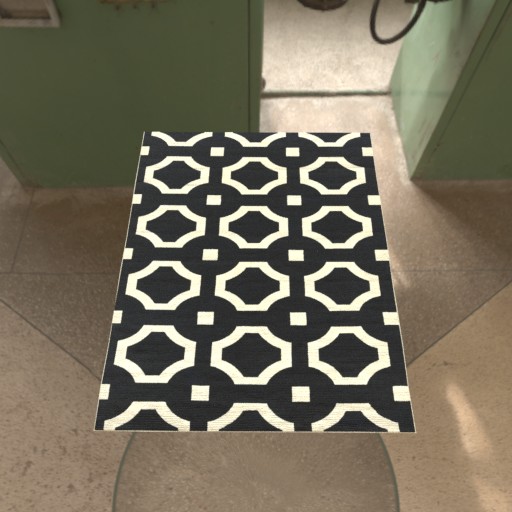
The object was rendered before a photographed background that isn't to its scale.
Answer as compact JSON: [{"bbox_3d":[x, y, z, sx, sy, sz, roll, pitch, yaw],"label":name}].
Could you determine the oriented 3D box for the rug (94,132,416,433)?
[{"bbox_3d":[0.000,0.000,4.097,2.466,0.021,3.049,0,62,0],"label":"rug"}]
